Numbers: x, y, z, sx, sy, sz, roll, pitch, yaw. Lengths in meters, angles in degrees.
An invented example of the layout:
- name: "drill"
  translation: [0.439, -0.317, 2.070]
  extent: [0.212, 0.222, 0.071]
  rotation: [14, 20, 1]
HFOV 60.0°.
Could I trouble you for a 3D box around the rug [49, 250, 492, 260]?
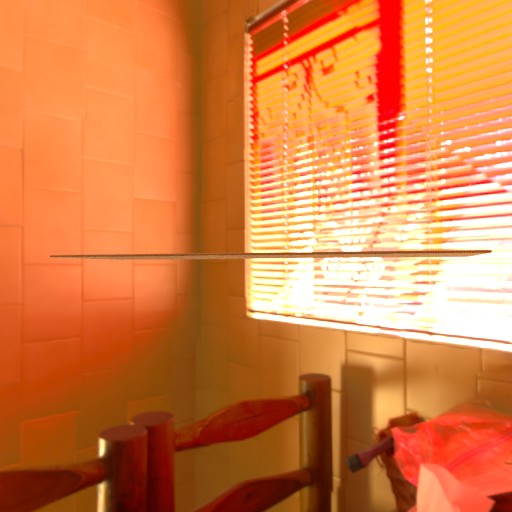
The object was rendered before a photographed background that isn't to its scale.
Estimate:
- name: "rug"
  translation: [0.000, 0.000, 2.503]
  extent: [2.276, 0.014, 0.678]
  rotation: [-1, -2, 18]
